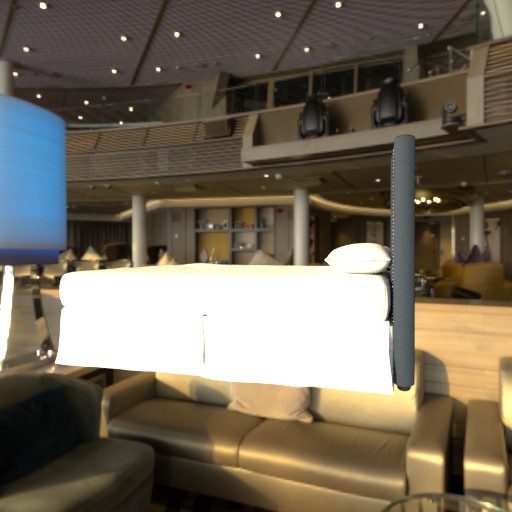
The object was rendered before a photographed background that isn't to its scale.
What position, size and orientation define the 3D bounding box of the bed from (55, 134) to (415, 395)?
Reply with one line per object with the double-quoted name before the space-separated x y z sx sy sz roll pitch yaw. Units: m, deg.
"bed" 0.000 0.000 3.431 2.282 1.436 1.821 0 1 19
